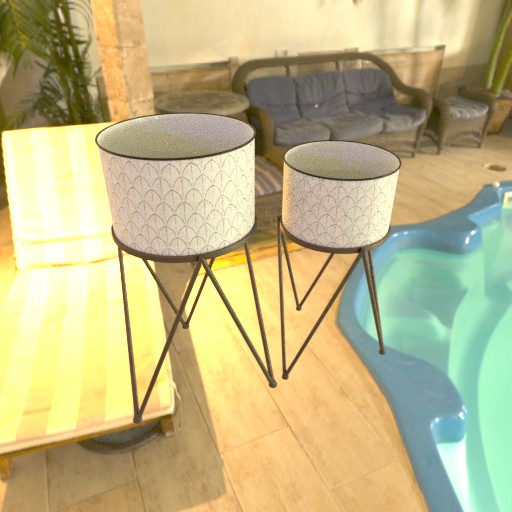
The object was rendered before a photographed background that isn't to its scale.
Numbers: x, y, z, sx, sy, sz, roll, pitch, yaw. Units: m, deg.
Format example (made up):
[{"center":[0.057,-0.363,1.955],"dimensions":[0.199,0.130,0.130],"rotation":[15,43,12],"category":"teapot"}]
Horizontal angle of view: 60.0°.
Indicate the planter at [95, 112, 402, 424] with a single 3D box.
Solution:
[{"center":[0.000,0.000,1.187],"dimensions":[0.769,0.712,0.413],"rotation":[-10,33,-16],"category":"planter"}]
